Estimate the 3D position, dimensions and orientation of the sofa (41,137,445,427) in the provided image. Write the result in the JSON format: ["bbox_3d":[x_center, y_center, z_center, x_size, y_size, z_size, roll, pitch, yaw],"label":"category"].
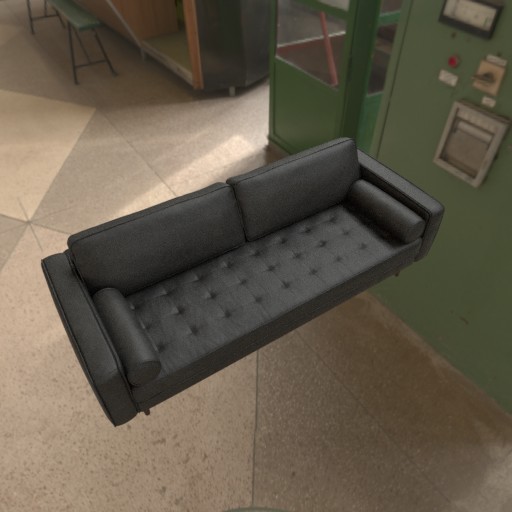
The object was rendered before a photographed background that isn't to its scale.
[{"bbox_3d":[0.000,0.000,2.634,2.210,0.762,0.914,-24,50,-23],"label":"sofa"}]
